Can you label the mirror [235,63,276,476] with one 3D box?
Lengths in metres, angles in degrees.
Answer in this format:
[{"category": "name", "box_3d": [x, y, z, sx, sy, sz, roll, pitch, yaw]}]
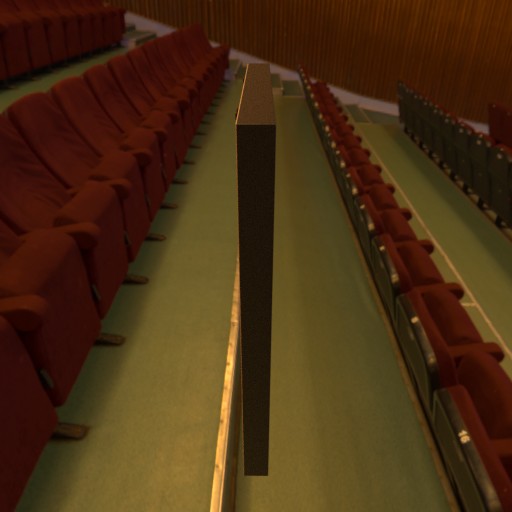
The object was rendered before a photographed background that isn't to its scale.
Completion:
[{"category": "mirror", "box_3d": [0.000, 0.000, 0.694, 0.041, 0.508, 0.405, 0, 30, 1]}]
